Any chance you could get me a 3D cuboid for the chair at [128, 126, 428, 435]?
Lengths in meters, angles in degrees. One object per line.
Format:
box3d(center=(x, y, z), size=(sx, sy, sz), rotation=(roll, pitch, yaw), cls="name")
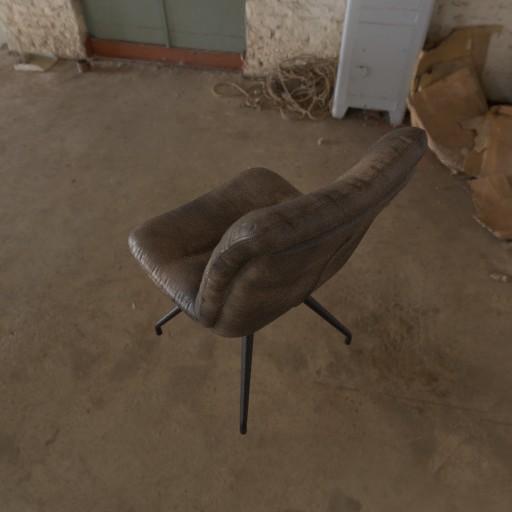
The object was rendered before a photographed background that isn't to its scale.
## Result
box3d(center=(0.000, 0.000, 1.248), size=(0.549, 0.870, 0.622), rotation=(-32, 54, -27), cls="chair")
